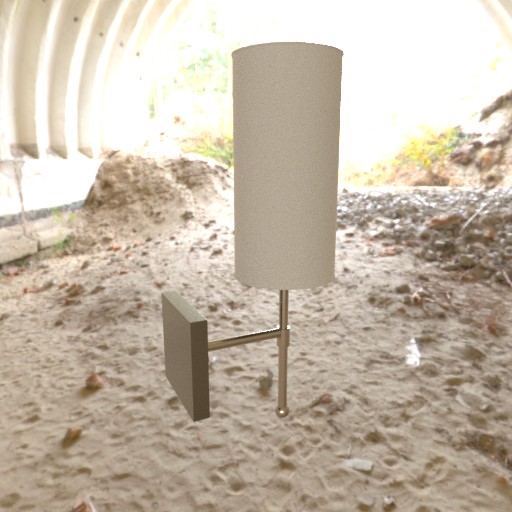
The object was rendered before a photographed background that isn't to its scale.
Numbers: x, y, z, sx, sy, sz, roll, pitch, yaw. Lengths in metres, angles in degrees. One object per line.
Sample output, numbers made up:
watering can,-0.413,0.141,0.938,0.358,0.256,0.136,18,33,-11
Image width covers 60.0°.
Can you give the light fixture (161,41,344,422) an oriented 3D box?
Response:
light fixture,0.000,0.000,0.540,0.208,0.462,0.128,-6,14,-26
